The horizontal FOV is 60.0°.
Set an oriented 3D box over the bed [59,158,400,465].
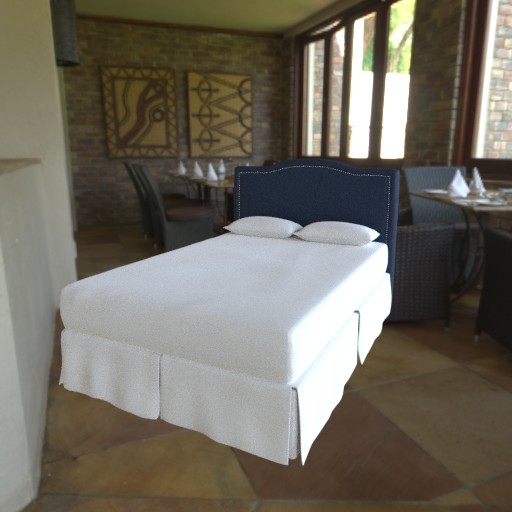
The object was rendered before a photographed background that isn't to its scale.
[{"bbox_3d":[0.000,0.000,3.433,1.741,1.441,2.507,7,15,26],"label":"bed"}]
